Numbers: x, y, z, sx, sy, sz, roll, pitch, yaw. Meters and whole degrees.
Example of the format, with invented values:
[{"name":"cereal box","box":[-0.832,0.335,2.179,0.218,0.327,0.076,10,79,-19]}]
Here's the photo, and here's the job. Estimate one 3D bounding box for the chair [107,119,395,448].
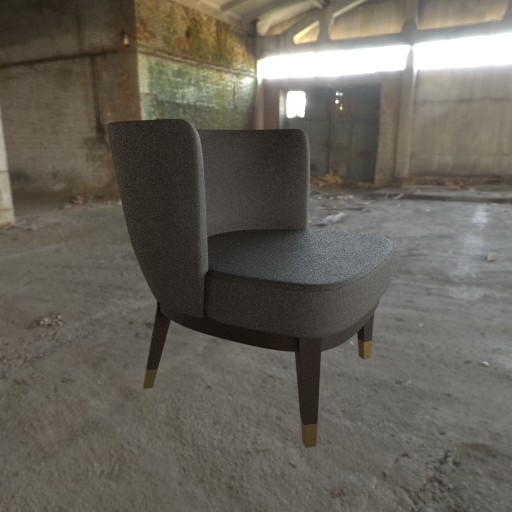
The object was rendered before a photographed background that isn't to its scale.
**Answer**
[{"name":"chair","box":[0.000,0.000,1.222,0.698,0.695,0.639,7,16,27]}]
